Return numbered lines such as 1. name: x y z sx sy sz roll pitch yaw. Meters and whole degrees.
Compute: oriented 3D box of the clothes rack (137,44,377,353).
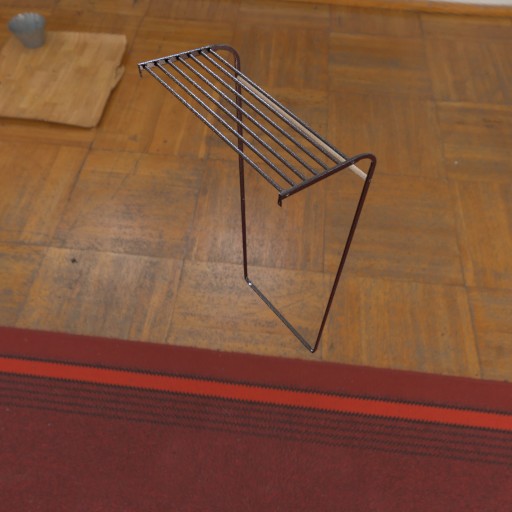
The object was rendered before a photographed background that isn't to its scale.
1. clothes rack: 0.000 0.000 1.810 0.349 1.574 0.609 -34 64 -20
